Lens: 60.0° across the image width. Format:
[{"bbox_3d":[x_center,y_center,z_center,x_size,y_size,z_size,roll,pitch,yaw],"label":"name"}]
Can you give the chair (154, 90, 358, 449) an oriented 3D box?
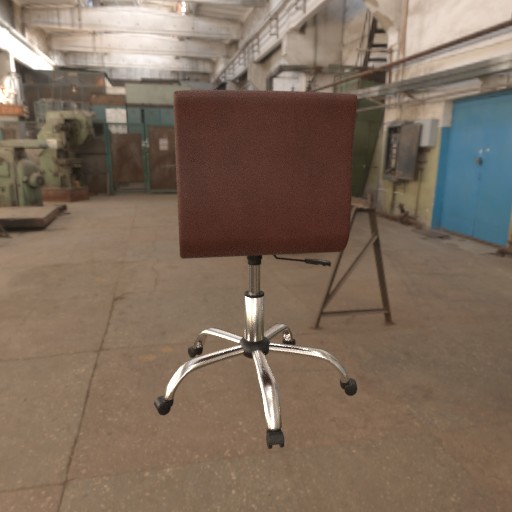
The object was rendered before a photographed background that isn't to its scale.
[{"bbox_3d":[0.000,0.000,1.157,0.556,0.780,0.530,-2,14,-10],"label":"chair"}]
